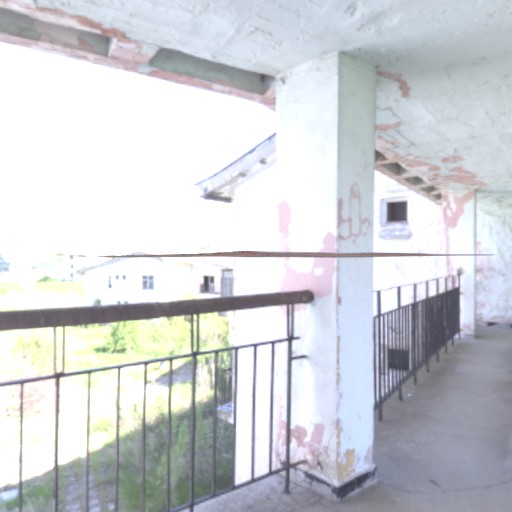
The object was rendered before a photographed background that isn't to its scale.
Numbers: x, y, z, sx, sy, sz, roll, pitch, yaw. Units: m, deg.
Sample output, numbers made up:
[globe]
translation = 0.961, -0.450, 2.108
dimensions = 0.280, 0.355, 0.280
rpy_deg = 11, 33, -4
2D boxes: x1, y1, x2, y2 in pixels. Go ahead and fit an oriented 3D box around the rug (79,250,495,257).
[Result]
[rug]
translation = 0.000, 0.000, 3.905
dimensions = 2.263, 0.022, 3.029
rpy_deg = 0, -1, -36
